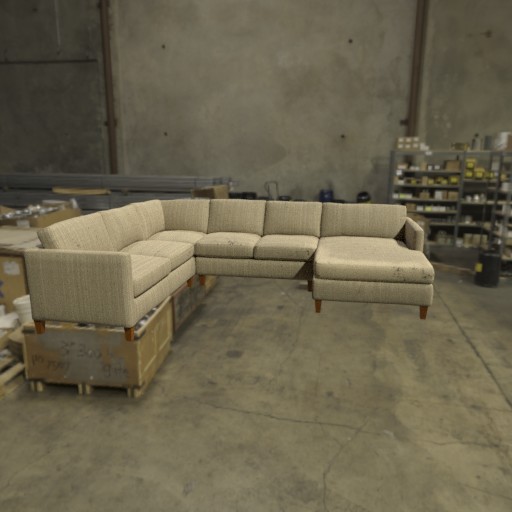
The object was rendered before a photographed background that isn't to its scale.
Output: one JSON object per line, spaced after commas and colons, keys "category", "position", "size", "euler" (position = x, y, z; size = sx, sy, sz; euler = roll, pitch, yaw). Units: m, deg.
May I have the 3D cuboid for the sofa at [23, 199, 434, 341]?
{"category": "sofa", "position": [0.000, 0.000, 4.600], "size": [3.460, 0.961, 2.594], "euler": [2, 13, 10]}
